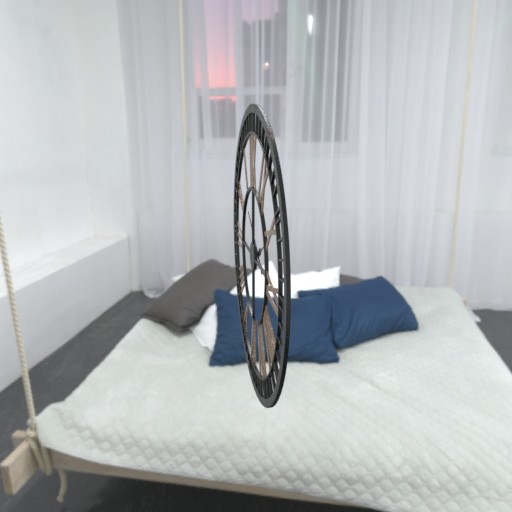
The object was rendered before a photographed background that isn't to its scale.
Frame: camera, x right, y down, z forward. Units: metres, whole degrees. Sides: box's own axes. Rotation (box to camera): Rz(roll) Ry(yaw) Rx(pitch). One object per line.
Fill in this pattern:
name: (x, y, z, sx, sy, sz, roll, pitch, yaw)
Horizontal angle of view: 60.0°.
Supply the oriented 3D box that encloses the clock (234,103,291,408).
clock: (0.000, 0.000, 1.296, 0.025, 0.843, 0.843, -3, 16, -10)
